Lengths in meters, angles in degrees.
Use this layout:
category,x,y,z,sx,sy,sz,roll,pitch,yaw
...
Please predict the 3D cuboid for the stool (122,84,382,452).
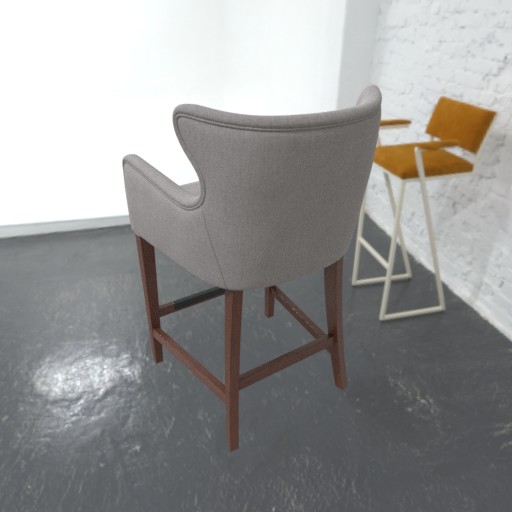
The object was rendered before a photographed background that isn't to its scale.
category,x,y,z,sx,sy,sz,roll,pitch,yaw
stool,0.000,0.000,1.319,0.575,0.951,0.575,-18,33,-30
